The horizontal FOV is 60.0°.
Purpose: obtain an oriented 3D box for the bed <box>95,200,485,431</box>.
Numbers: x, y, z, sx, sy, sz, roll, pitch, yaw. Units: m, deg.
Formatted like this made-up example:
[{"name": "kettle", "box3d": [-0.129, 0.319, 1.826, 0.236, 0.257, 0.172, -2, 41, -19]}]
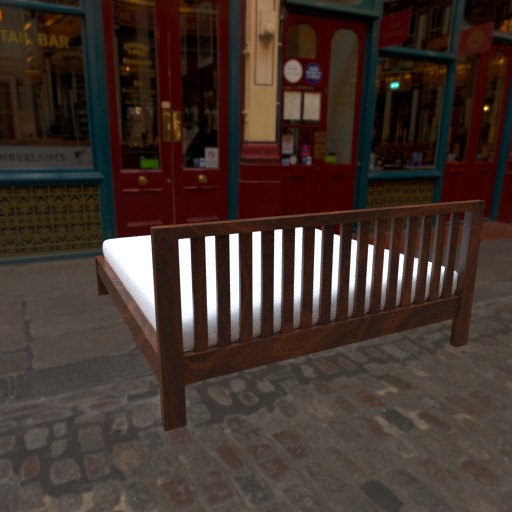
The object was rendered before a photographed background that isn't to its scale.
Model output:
[{"name": "bed", "box3d": [0.000, 0.000, 3.098, 1.905, 0.890, 2.030, -7, 16, -26]}]
